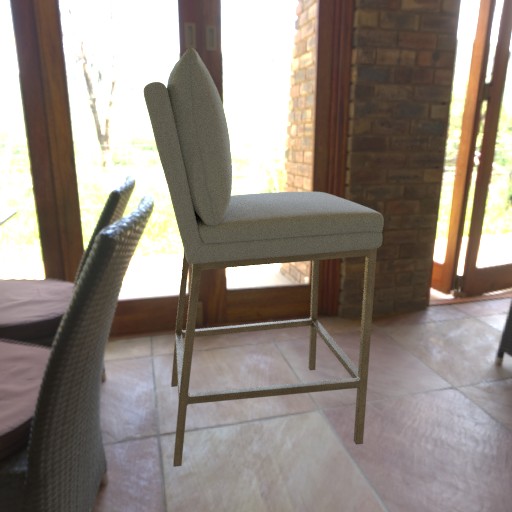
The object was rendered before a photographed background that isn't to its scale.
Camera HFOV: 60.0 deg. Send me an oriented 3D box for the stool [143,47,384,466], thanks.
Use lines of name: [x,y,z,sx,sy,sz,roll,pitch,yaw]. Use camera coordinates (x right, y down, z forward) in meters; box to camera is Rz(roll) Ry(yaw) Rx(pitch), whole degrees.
stool: [0.000,0.000,1.296,0.572,1.032,0.463,-3,15,-11]
